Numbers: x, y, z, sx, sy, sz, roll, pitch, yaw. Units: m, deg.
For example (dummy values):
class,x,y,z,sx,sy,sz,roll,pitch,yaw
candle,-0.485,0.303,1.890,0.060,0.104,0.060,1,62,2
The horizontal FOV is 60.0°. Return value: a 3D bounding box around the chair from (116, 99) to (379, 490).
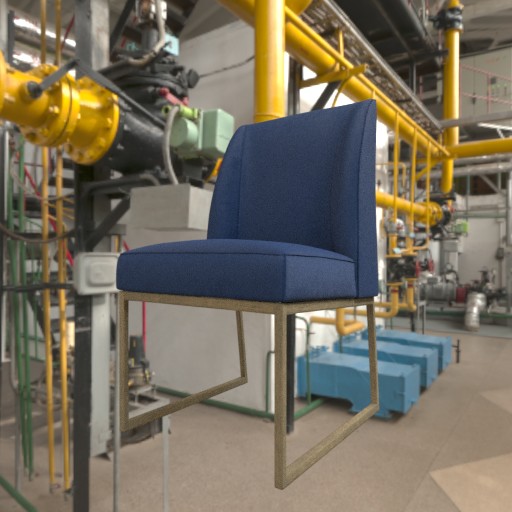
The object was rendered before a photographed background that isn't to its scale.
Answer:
class,x,y,z,sx,sy,sz,roll,pitch,yaw
chair,0.000,0.000,1.156,0.508,0.863,0.522,0,1,35
